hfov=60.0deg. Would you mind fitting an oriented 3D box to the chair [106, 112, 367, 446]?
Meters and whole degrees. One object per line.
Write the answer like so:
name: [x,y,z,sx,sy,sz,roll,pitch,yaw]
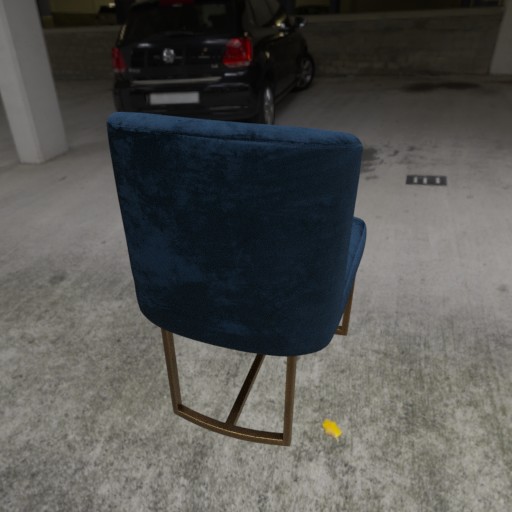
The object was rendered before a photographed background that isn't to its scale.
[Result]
chair: [0.000,0.000,1.166,0.530,0.824,0.560,10,33,15]
